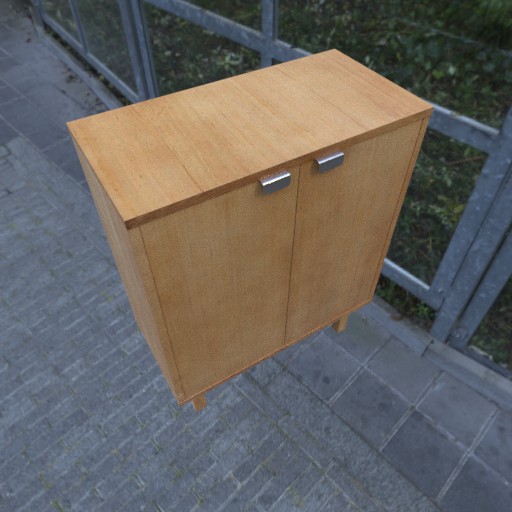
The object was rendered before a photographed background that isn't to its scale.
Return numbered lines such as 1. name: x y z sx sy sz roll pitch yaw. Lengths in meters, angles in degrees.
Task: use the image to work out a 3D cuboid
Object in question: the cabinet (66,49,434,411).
1. cabinet: 0.000 0.000 1.436 0.800 1.001 0.419 -24 52 -20
